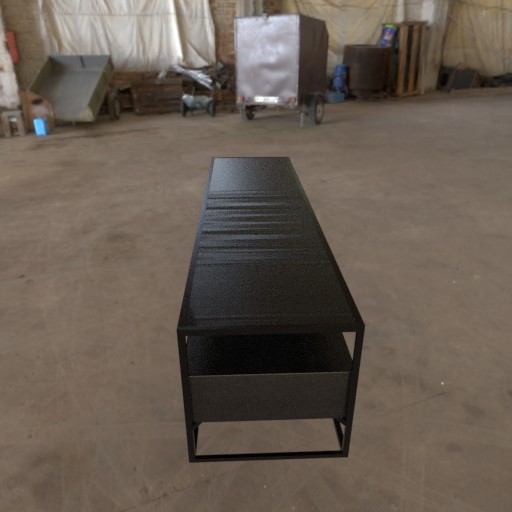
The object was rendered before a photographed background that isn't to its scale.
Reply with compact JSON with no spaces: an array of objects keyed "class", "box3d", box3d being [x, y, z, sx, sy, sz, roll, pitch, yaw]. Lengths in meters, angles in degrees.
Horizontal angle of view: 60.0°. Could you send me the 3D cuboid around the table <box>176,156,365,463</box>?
[{"class":"table","box3d":[0.000,0.000,1.674,0.399,0.395,1.486,-1,26,-2]}]
